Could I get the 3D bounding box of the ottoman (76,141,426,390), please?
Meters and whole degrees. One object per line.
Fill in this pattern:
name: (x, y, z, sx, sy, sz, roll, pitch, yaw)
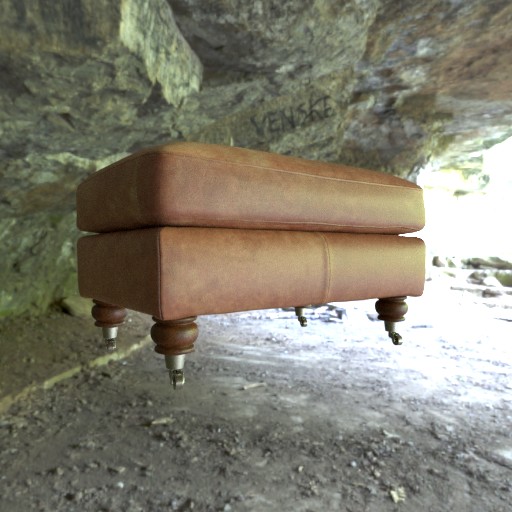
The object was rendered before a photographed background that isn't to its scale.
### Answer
ottoman: (0.000, 0.000, 1.232, 0.852, 0.507, 0.565, 0, 0, -36)
